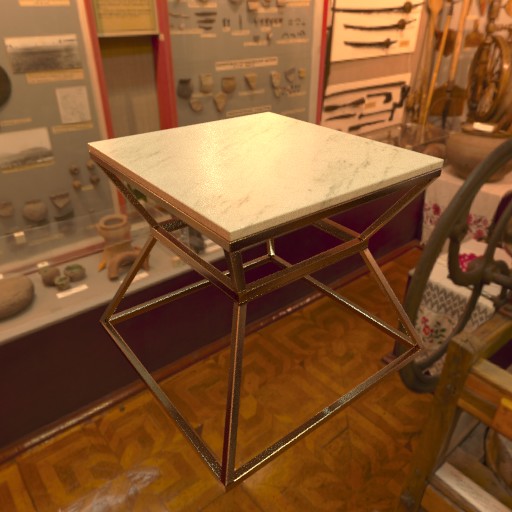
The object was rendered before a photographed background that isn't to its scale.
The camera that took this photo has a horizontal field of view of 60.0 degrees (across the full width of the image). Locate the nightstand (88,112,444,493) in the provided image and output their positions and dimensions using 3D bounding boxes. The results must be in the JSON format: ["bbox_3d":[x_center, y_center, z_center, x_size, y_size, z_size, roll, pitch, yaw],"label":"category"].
[{"bbox_3d":[0.000,0.000,0.884,0.514,0.426,0.513,-21,36,-32],"label":"nightstand"}]
